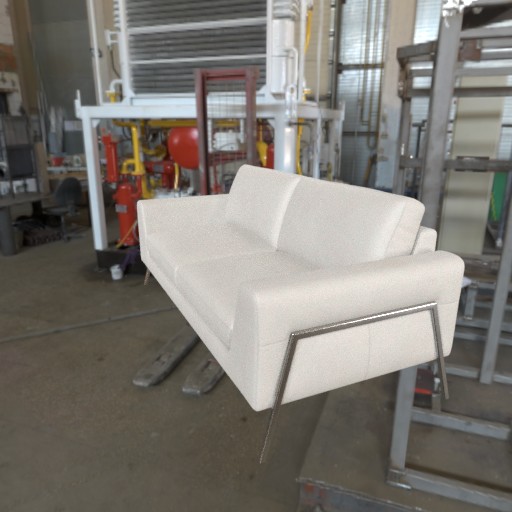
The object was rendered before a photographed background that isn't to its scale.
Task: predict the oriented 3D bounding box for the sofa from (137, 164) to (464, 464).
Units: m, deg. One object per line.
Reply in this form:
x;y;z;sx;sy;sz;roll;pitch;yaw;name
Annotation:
0.000;0.000;2.506;0.953;0.875;2.017;-8;18;-24;sofa
